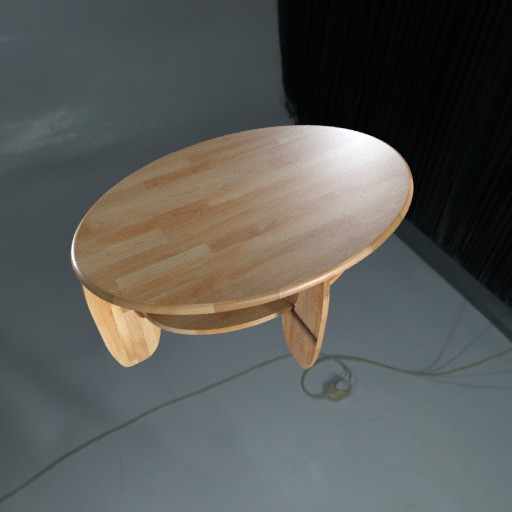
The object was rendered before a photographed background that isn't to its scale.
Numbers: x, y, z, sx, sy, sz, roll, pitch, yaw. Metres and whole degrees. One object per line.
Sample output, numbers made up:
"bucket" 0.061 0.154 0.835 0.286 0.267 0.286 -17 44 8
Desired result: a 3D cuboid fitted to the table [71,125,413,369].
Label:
"table" 0.000 0.000 1.422 1.040 0.490 0.690 -24 51 -21
